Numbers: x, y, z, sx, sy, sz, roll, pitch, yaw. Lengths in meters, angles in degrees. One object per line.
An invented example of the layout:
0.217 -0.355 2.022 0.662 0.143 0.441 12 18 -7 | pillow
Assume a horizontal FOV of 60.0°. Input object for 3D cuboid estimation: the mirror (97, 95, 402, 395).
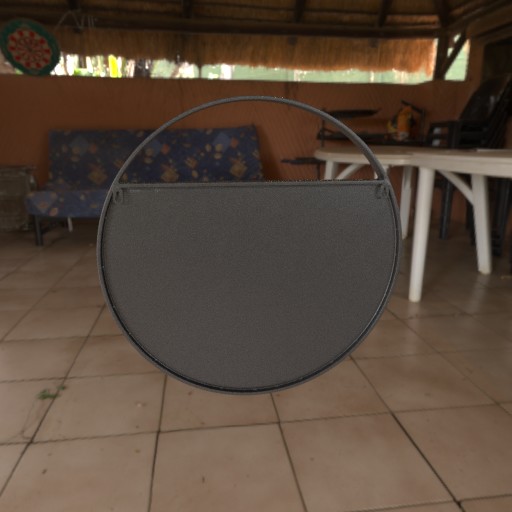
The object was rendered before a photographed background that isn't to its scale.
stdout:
0.000 0.000 0.830 0.565 0.565 0.032 -2 15 -8 | mirror
